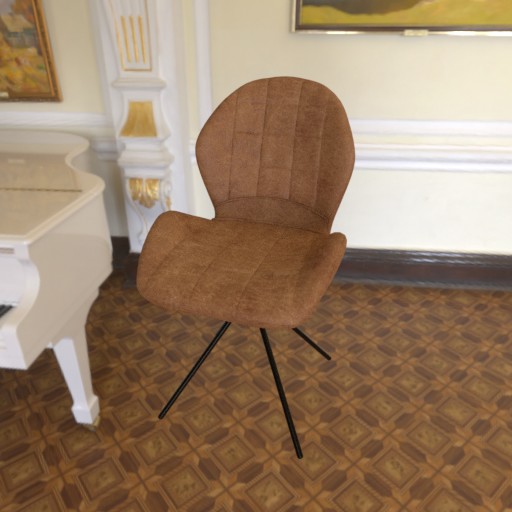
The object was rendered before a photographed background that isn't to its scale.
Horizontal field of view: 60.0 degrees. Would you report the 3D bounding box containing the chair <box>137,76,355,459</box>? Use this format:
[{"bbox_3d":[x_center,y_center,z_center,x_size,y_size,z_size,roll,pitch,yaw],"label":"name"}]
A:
[{"bbox_3d":[0.000,0.000,1.292,0.527,0.929,0.640,9,28,17],"label":"chair"}]
